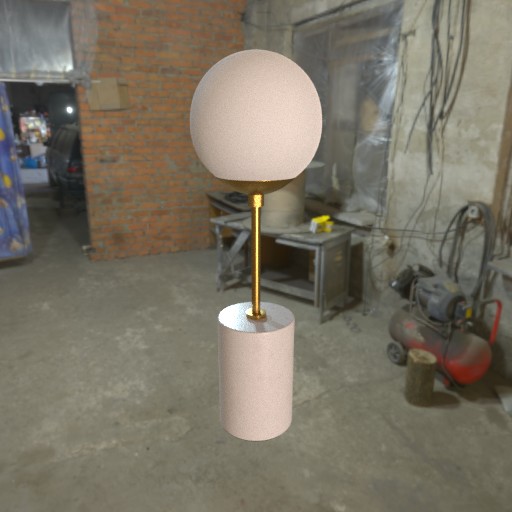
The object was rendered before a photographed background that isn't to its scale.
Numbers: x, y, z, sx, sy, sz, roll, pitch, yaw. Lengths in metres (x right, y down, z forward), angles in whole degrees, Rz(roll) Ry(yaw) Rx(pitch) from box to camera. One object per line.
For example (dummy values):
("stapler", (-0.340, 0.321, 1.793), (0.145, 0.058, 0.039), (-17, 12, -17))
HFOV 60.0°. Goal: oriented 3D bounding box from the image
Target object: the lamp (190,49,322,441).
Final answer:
("lamp", (0.000, 0.000, 0.564), (0.153, 0.480, 0.153), (0, 16, 0))
